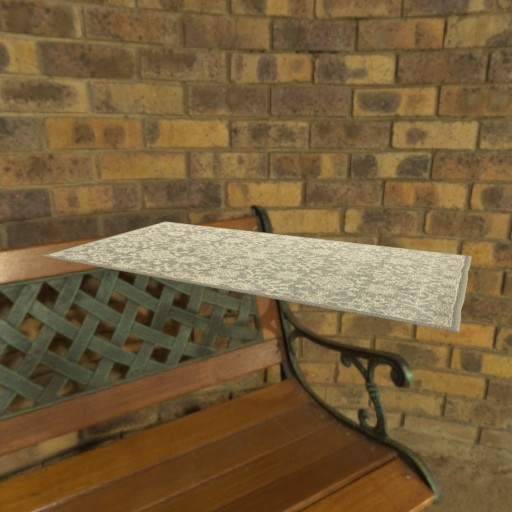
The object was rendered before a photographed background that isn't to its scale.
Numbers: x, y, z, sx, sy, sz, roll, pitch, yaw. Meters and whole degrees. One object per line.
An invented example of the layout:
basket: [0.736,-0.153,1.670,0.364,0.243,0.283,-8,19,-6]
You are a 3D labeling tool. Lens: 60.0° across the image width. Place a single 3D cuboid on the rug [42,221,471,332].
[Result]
rug: [0.000,0.000,3.524,3.048,0.011,1.546,8,18,26]
